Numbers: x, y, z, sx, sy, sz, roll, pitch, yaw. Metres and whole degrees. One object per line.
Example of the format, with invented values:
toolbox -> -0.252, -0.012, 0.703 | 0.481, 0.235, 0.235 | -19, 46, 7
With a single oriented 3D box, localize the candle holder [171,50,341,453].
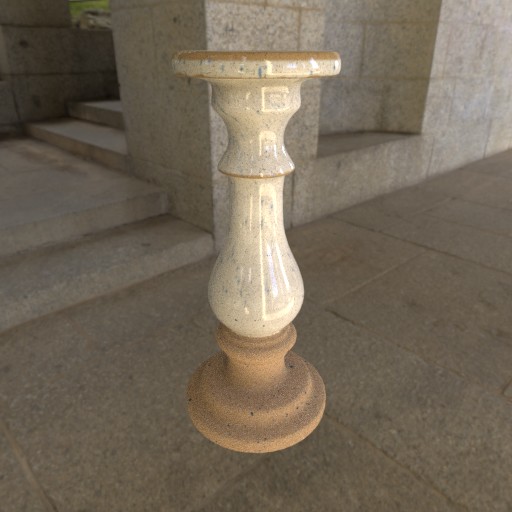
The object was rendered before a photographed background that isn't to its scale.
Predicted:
candle holder -> 0.000, 0.000, 0.242 | 0.088, 0.203, 0.088 | 0, 25, 0
